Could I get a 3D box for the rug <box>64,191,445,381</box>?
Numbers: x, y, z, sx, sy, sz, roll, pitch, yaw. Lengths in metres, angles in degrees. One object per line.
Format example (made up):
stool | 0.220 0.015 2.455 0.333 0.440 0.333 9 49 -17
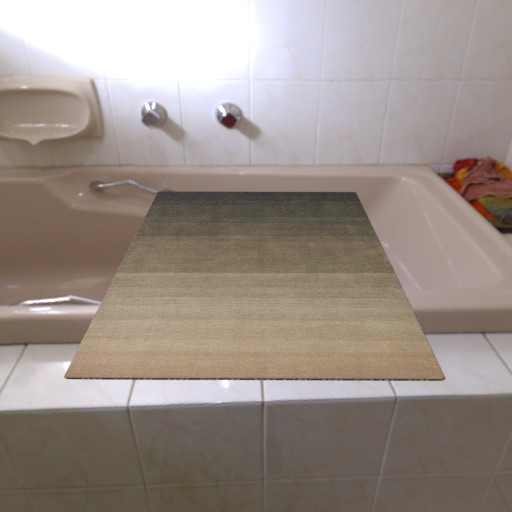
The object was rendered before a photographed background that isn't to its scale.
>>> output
rug | 0.000 0.000 3.899 2.305 0.017 2.902 0 31 0
